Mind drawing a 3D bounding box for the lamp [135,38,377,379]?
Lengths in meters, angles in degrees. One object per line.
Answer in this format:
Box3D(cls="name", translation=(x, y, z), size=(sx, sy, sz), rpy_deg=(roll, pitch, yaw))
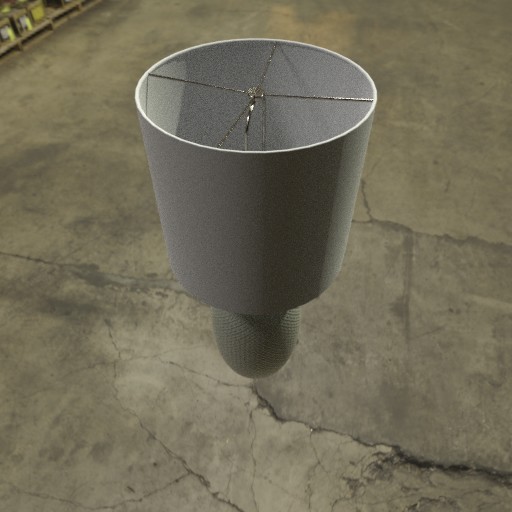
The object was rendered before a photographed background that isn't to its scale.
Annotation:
Box3D(cls="lamp", translation=(0.000, 0.000, 0.567), size=(0.217, 0.453, 0.217), rpy_deg=(10, 48, 10))
